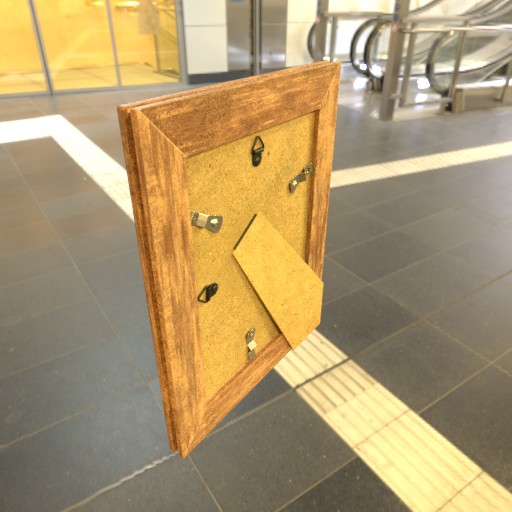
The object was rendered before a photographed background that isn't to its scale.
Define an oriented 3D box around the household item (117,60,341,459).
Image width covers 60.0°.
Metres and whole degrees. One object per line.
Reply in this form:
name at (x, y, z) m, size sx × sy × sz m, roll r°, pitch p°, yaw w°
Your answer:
household item at (0.000, 0.000, 0.315) m, size 0.018 × 0.237 × 0.186 m, roll 21°, pitch 37°, yaw 31°
